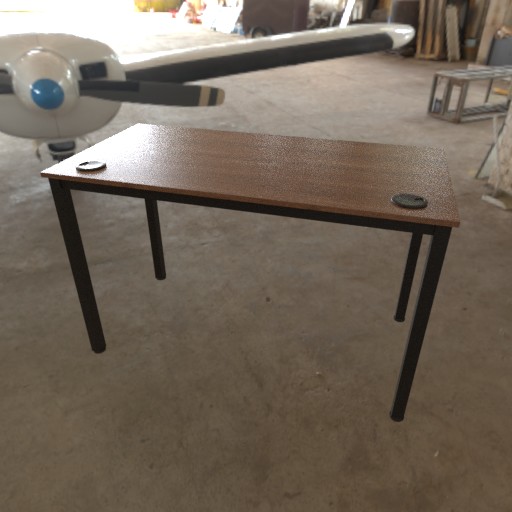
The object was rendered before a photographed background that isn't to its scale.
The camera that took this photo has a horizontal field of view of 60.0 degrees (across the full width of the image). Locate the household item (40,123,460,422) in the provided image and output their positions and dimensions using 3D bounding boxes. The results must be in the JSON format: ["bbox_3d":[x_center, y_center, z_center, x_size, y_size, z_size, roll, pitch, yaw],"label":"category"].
[{"bbox_3d":[0.000,0.000,1.647,1.200,0.750,0.600,9,32,14],"label":"household item"}]
